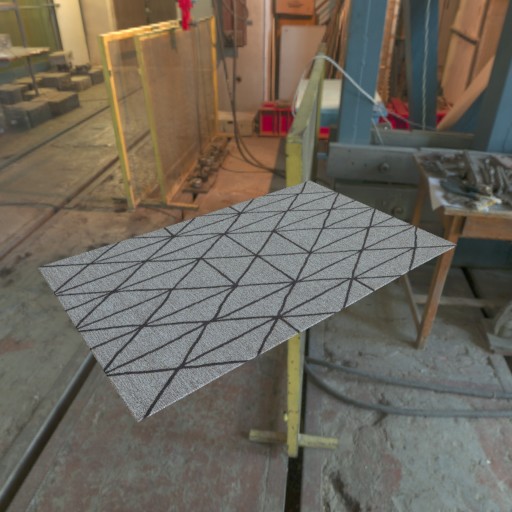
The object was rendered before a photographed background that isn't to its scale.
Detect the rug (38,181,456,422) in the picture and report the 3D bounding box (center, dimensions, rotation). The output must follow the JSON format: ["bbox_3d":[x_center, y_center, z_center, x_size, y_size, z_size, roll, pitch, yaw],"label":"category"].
[{"bbox_3d":[0.000,0.000,3.052,2.465,0.008,1.526,-22,38,-31],"label":"rug"}]
